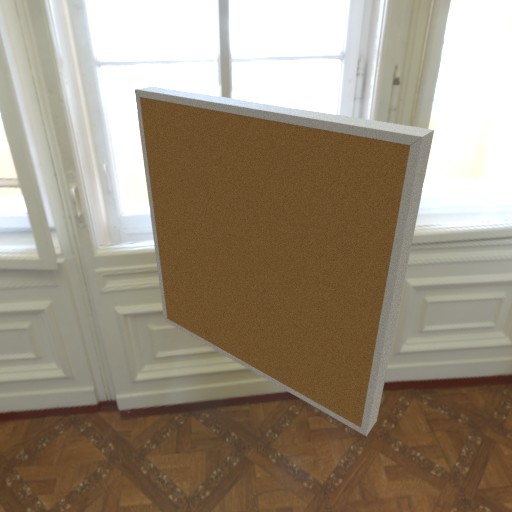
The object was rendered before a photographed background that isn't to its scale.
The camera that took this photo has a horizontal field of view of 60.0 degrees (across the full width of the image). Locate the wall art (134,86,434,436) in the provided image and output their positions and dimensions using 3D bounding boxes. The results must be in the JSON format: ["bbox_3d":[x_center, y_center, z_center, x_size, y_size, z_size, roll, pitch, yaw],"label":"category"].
[{"bbox_3d":[0.000,0.000,0.465,0.304,0.304,0.024,21,36,32],"label":"wall art"}]
